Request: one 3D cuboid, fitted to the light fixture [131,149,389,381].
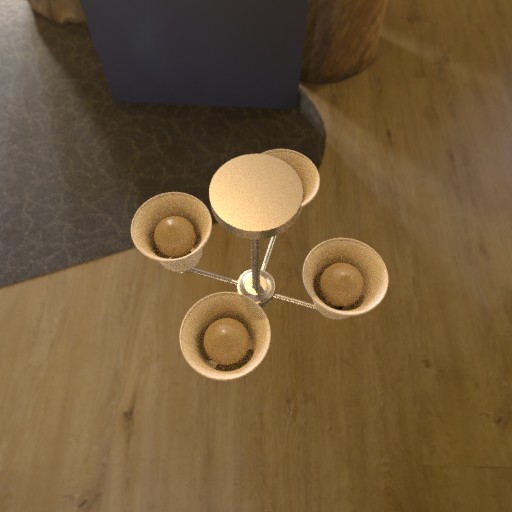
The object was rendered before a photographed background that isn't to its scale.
[{"bbox_3d":[0.000,0.000,0.733,0.427,0.370,0.427,16,64,8],"label":"light fixture"}]
